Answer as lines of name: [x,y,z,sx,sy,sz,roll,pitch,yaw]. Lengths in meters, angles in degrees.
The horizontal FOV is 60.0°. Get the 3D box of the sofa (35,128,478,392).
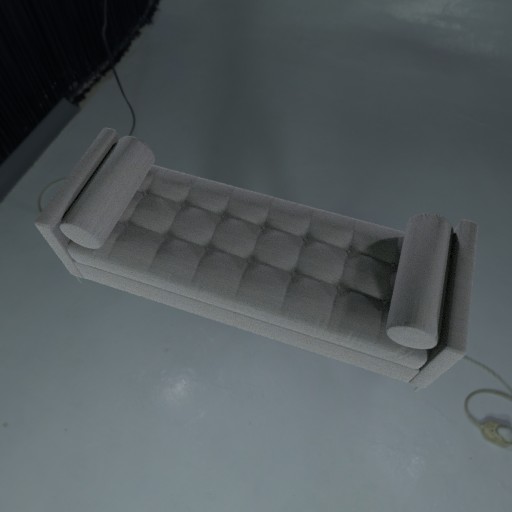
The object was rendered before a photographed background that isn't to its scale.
sofa: [0.000,0.000,2.329,1.981,0.635,0.686,16,60,10]
